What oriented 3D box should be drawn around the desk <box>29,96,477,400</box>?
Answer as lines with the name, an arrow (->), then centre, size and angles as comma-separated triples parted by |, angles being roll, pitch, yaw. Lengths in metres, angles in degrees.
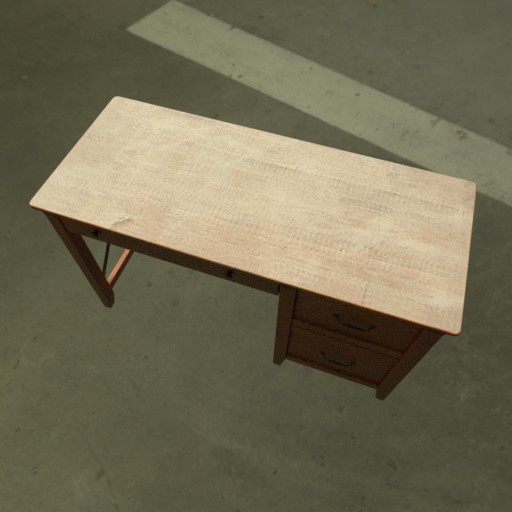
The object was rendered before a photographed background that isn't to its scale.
desk -> 0.000, 0.000, 1.759 | 1.353, 0.756, 0.574 | 16, 59, 10
